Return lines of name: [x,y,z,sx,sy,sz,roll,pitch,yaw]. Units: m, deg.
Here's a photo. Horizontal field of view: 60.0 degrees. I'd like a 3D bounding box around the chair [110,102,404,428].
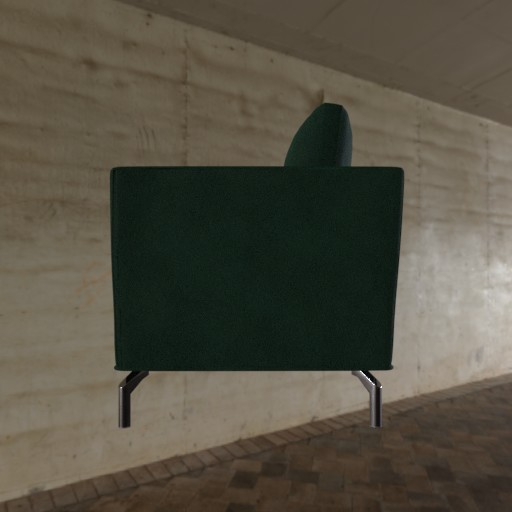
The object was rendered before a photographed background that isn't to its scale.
chair: [0.000,0.000,1.772,0.852,0.997,1.047,0,-1,0]
